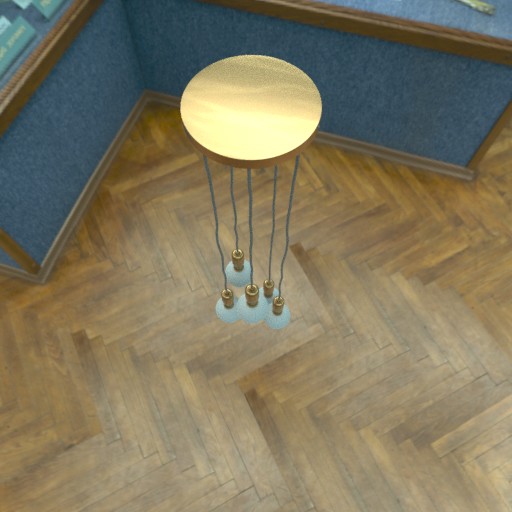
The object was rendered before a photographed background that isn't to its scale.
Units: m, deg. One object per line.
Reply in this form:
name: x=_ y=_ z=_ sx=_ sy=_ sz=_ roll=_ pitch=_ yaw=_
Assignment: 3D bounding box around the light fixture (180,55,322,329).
light fixture: x=0.000 y=0.000 z=0.504 sx=0.105 sy=0.457 sz=0.108 roll=18 pitch=65 yaw=9
